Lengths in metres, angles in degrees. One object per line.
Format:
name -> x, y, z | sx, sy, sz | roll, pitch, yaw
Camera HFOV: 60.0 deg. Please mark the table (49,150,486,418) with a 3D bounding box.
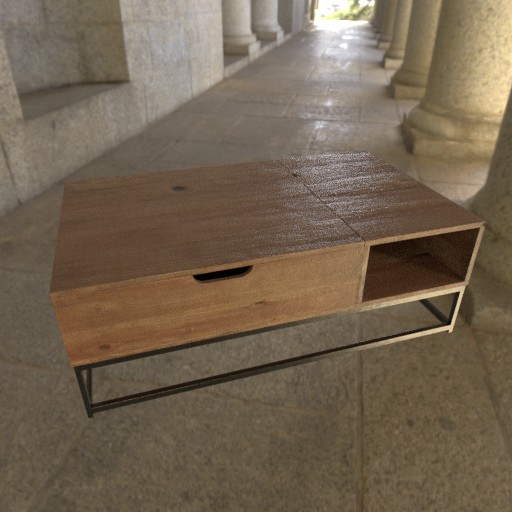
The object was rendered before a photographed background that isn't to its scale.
table -> 0.000, 0.000, 1.423 | 1.101, 0.395, 0.655 | -9, 32, -15
